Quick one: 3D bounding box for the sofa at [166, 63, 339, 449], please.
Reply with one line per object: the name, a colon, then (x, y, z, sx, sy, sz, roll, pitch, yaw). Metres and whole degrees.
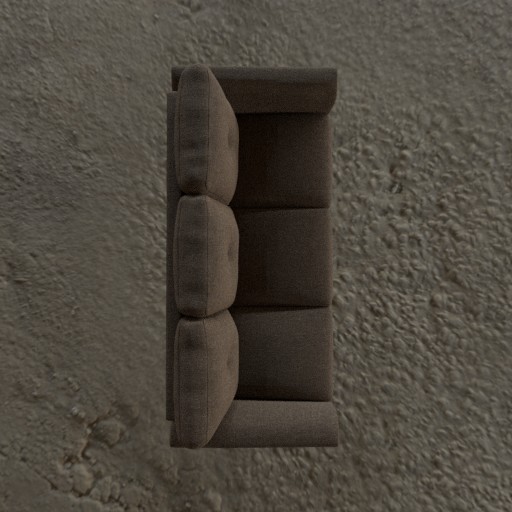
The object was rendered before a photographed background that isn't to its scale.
sofa: (0.000, 0.000, 2.315, 0.837, 0.891, 1.847, 0, 89, -1)
